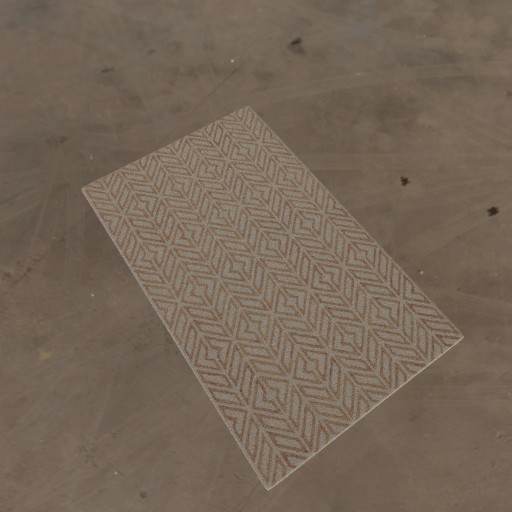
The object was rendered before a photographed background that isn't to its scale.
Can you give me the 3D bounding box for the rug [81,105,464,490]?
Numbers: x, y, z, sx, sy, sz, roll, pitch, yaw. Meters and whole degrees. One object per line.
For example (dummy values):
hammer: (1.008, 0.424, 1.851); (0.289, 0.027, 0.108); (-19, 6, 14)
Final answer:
rug: (0.000, 0.000, 3.059); (1.523, 0.008, 2.438); (-31, 67, -15)
